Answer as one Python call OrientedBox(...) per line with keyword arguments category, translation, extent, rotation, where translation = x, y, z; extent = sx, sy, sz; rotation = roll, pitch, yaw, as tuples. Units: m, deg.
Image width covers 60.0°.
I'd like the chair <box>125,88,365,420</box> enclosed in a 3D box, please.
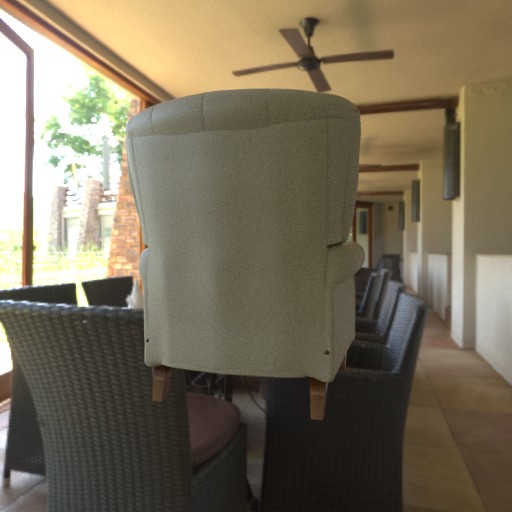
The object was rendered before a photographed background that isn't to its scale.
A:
OrientedBox(category="chair", translation=(0.000, 0.000, 1.955), extent=(0.943, 1.158, 1.059), rotation=(0, 1, 18))
